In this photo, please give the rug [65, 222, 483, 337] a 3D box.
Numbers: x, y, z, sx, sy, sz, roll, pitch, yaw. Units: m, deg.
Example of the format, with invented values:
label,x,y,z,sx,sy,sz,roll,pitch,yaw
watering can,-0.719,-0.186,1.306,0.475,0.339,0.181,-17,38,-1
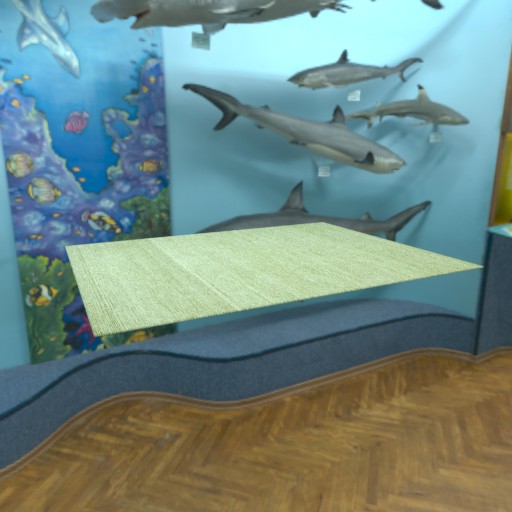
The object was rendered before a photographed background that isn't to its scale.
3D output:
label,x,y,z,sx,sy,sz,roll,pitch,yaw
rug,0.000,0.000,4.204,3.198,0.016,2.425,-7,16,-25
